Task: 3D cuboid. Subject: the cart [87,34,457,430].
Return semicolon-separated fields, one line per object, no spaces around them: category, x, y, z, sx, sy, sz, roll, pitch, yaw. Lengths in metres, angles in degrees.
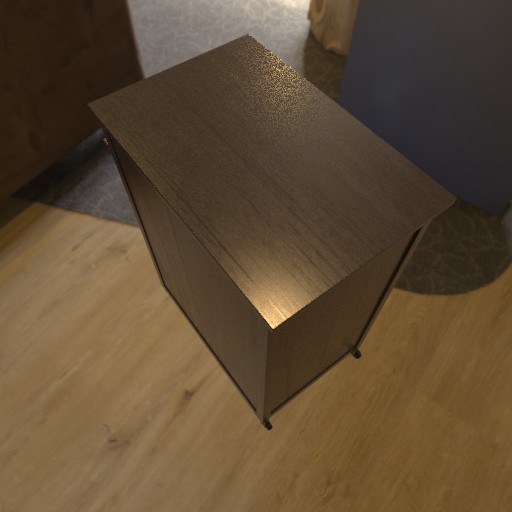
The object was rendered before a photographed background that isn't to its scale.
cart;0.000;0.000;1.277;0.449;0.878;0.690;-33;64;-19
